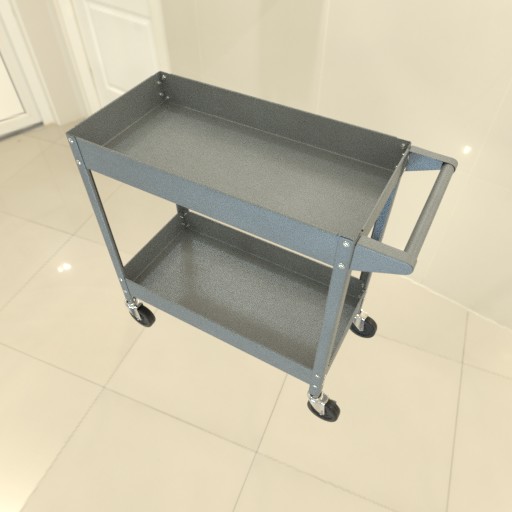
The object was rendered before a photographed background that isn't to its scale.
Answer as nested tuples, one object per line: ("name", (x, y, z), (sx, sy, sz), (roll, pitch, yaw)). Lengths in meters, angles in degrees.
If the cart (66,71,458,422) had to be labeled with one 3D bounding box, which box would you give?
("cart", (0.000, 0.000, 1.202), (0.779, 0.719, 0.366), (23, 52, 19))
